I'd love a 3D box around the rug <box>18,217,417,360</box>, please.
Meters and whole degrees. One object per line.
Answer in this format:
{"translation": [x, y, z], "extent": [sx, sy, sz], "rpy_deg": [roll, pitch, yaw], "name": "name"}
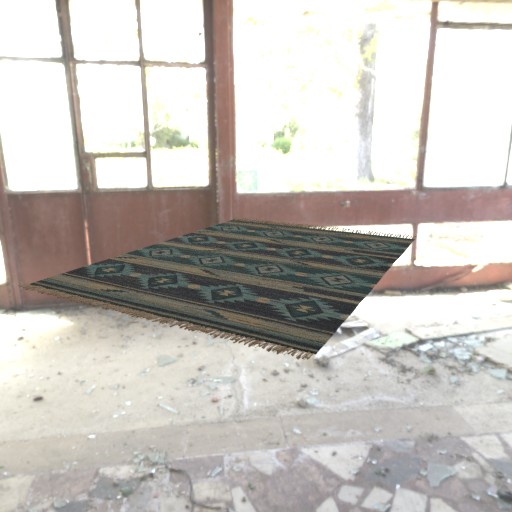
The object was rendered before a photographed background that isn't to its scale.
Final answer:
{"translation": [0.000, 0.000, 4.242], "extent": [2.418, 0.047, 3.307], "rpy_deg": [8, 18, 28], "name": "rug"}
